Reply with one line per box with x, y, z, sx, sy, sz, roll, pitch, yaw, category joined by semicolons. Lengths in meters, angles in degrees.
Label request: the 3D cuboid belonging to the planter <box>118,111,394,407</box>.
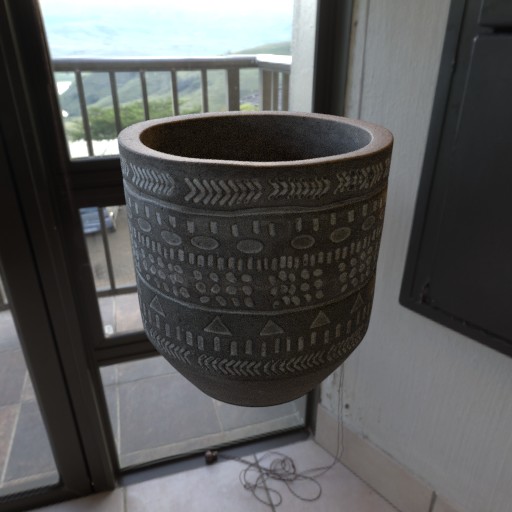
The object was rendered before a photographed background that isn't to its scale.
0.000;0.000;0.267;0.142;0.149;0.142;0;27;0;planter
